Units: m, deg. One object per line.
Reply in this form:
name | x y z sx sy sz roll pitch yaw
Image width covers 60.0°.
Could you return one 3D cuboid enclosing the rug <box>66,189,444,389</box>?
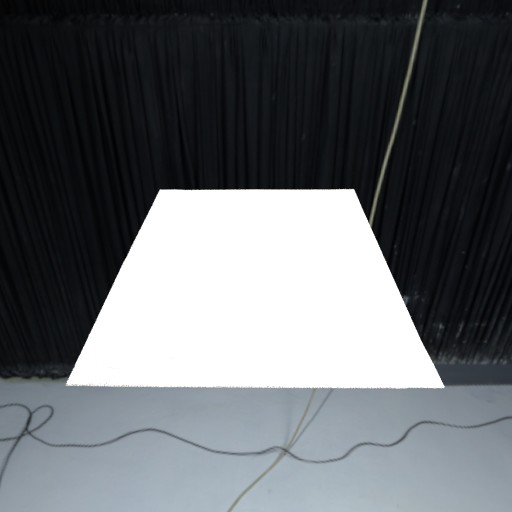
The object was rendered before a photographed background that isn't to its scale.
rug | 0.000 0.000 4.946 2.873 0.053 3.778 0 32 0
